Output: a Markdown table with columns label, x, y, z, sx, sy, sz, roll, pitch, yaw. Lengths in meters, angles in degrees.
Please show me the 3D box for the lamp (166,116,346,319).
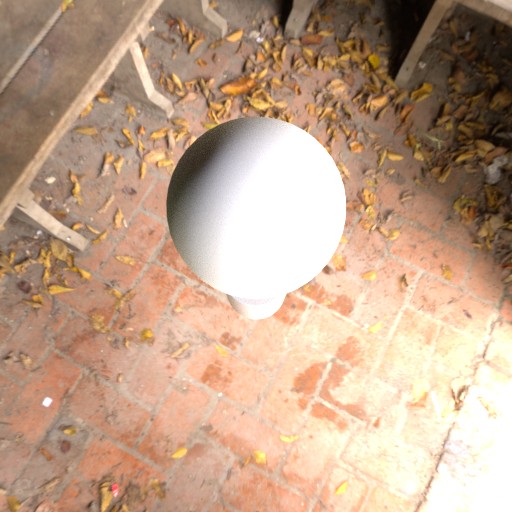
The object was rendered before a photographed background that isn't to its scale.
| label | x | y | z | sx | sy | sz | roll | pitch | yaw |
| --- | --- | --- | --- | --- | --- | --- | --- | --- | --- |
| lamp | 0.000 | 0.000 | 0.543 | 0.153 | 0.480 | 0.153 | 0 | 76 | 0 |
